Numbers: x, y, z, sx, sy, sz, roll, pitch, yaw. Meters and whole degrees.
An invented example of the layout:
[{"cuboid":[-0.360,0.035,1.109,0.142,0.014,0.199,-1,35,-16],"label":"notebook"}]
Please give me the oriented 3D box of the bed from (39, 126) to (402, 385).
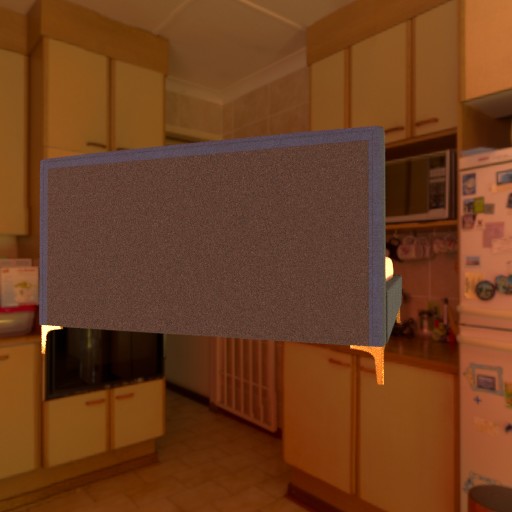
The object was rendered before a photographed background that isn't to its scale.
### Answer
[{"cuboid":[0.000,0.000,3.454,2.096,1.231,2.232,0,-1,20],"label":"bed"}]
